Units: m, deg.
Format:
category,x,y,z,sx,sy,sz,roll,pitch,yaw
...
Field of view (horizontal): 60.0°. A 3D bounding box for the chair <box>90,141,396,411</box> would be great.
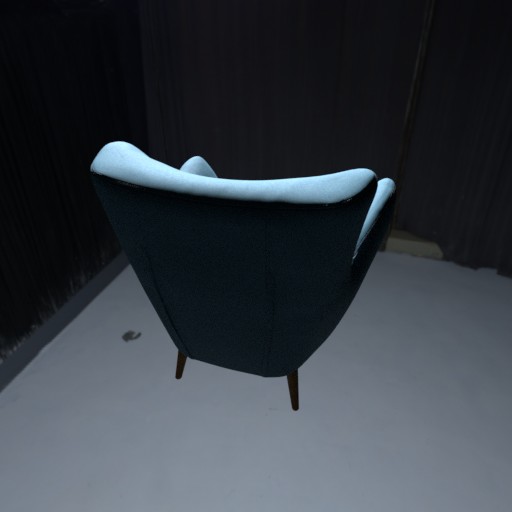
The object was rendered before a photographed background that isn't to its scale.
category,x,y,z,sx,sy,sz,roll,pitch,yaw
chair,0.000,0.000,1.596,0.890,0.889,0.889,10,33,16
